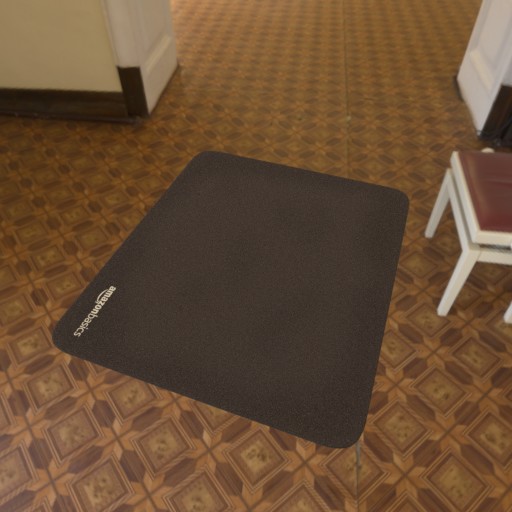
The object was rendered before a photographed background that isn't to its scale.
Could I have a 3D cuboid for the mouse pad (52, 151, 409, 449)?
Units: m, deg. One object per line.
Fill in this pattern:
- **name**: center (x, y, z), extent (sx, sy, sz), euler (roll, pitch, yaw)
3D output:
- **mouse pad**: center (0.000, 0.000, 0.347), extent (0.211, 0.002, 0.249), euler (15, 48, 14)
